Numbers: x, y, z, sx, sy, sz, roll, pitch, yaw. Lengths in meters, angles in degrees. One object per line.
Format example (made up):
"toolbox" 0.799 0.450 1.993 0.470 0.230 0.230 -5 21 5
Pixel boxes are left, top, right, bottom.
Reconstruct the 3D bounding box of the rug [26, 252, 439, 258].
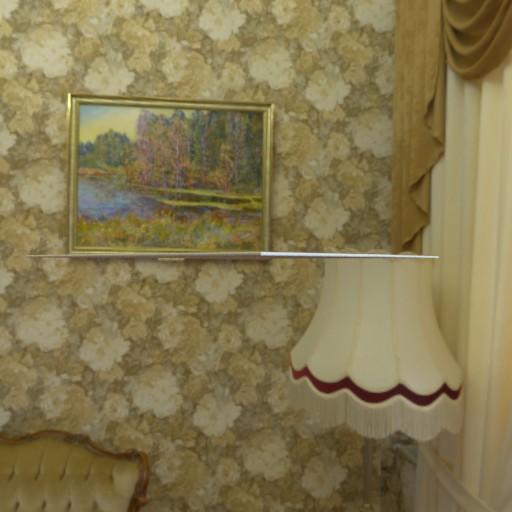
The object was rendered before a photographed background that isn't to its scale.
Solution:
"rug" 0.000 0.000 3.906 2.311 0.032 2.921 0 -1 38
